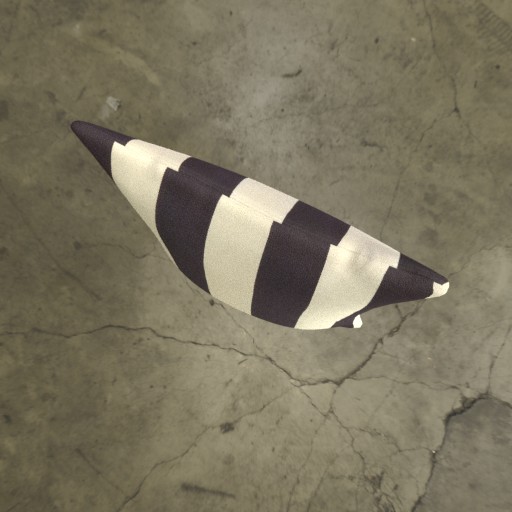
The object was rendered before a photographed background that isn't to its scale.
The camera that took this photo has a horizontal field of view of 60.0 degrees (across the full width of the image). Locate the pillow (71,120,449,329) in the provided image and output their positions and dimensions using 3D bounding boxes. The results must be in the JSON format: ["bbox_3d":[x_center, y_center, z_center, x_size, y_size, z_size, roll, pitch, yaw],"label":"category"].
[{"bbox_3d":[0.000,0.000,0.804,0.536,0.526,0.189,23,78,5],"label":"pillow"}]
